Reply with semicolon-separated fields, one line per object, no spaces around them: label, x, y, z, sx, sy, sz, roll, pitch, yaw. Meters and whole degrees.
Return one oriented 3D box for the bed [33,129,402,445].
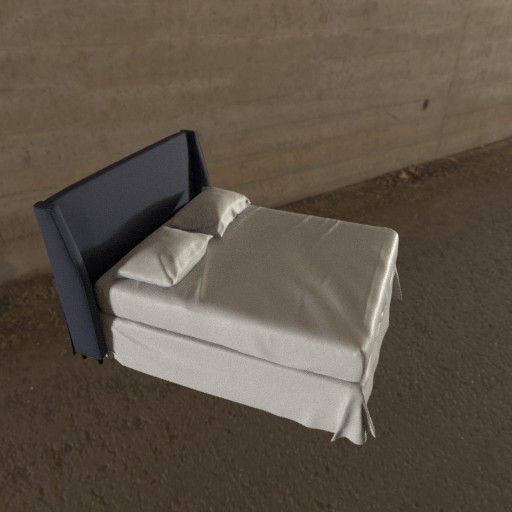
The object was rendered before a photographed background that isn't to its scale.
bed;0.000;0.000;3.484;2.276;1.332;1.925;12;33;19
